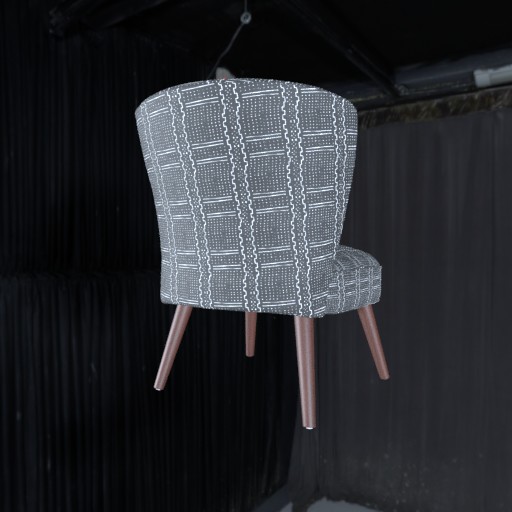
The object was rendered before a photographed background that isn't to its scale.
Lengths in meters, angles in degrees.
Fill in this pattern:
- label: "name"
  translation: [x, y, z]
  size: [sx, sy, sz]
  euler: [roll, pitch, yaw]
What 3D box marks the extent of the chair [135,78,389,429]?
- label: "chair"
  translation: [0.000, 0.000, 1.413]
  size: [0.710, 0.866, 0.758]
  euler: [1, 1, 35]
